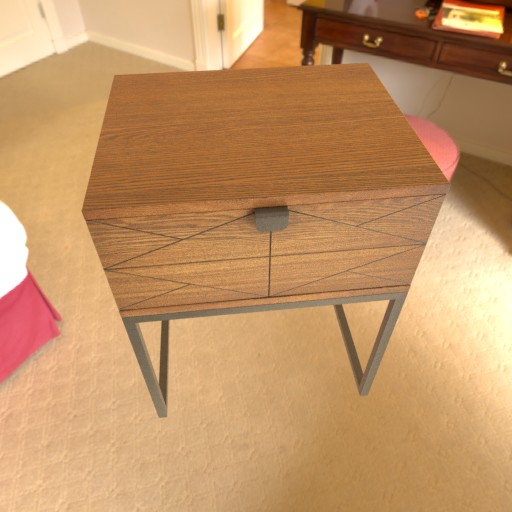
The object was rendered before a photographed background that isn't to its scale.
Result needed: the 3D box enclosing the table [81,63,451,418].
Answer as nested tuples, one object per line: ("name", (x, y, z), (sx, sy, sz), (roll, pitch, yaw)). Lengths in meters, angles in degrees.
("table", (0.000, 0.000, 0.921), (0.482, 0.610, 0.400), (-5, 47, -4))
